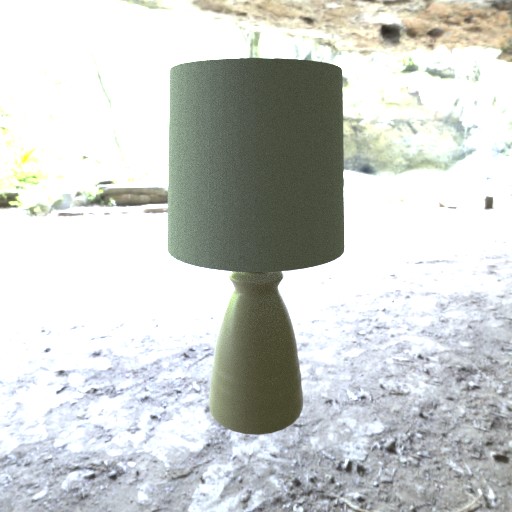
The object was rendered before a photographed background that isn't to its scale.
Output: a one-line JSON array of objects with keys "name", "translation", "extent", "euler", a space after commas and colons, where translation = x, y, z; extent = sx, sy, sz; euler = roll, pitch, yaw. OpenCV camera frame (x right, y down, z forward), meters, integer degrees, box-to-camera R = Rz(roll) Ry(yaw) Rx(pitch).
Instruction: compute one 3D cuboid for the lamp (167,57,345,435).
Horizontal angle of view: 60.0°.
[{"name": "lamp", "translation": [0.000, 0.000, 0.477], "extent": [0.186, 0.369, 0.186], "euler": [0, 16, 0]}]
